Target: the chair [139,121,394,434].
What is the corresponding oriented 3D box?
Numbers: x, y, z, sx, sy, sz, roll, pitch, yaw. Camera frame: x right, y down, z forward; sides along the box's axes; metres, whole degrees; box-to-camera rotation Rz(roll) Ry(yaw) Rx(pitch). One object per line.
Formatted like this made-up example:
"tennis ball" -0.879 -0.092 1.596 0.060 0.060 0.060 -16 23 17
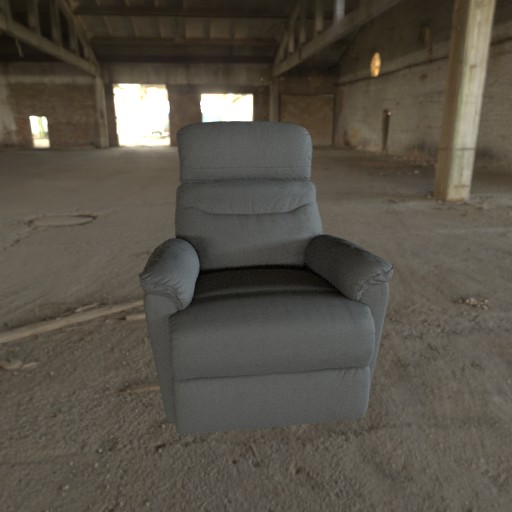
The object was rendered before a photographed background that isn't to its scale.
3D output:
"chair" 0.000 0.000 1.768 0.820 1.037 1.004 -2 17 -7
